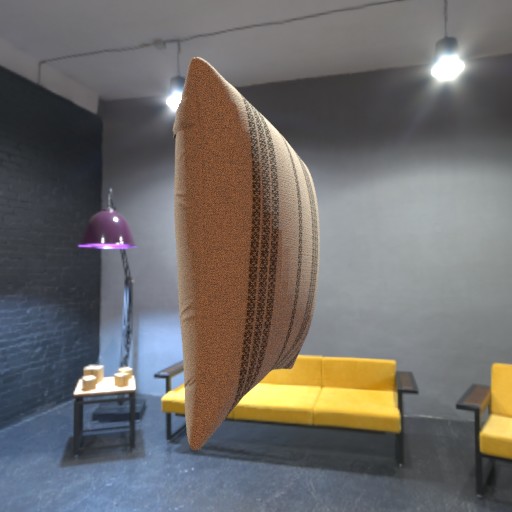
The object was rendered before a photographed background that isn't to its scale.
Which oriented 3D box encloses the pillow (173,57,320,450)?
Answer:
[{"bbox_3d":[0.000,0.000,0.641,0.173,0.406,0.405,-1,-2,18],"label":"pillow"}]
